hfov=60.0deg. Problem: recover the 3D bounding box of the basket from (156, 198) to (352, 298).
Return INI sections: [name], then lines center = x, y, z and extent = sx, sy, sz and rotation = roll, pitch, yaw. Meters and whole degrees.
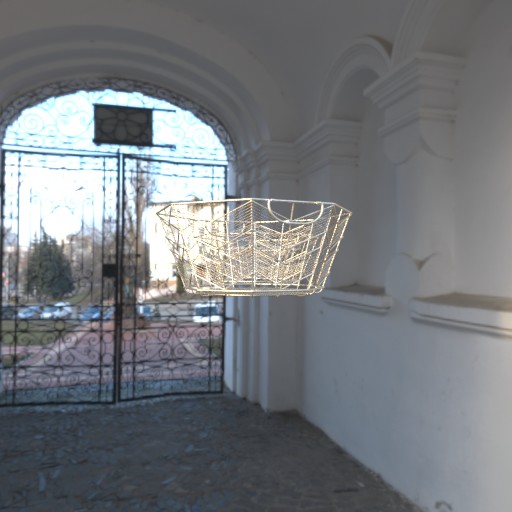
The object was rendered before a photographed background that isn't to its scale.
[basket]
center = 0.000, 0.000, 1.381
extent = 0.432, 0.178, 1.246
rotation = 0, -1, 1
